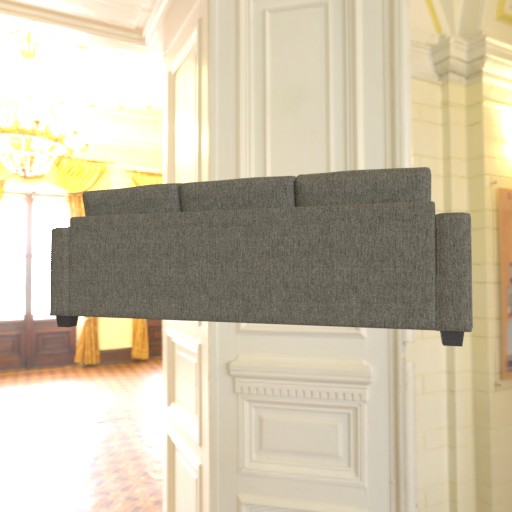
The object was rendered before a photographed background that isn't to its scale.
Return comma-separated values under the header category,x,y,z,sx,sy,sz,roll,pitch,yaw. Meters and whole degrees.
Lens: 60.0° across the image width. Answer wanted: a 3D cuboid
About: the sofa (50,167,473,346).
category,x,y,z,sx,sy,sz,roll,pitch,yaw
sofa,0.000,0.000,2.570,2.160,0.800,0.900,-1,-2,18
